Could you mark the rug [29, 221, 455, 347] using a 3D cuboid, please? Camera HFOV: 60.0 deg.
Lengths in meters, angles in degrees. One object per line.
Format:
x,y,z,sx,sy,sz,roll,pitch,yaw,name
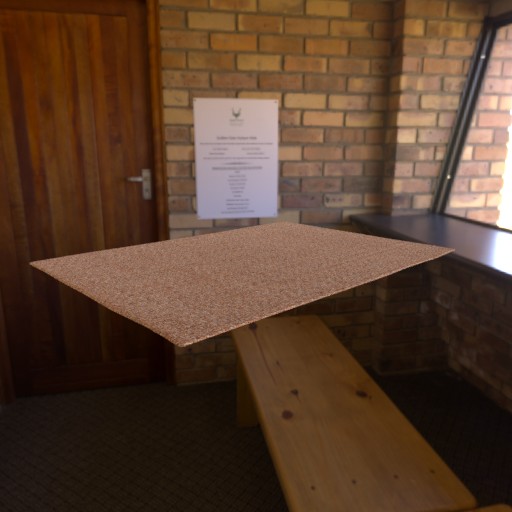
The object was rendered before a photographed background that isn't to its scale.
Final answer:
0.000,0.000,2.722,2.141,0.013,1.566,-13,19,-42,rug
